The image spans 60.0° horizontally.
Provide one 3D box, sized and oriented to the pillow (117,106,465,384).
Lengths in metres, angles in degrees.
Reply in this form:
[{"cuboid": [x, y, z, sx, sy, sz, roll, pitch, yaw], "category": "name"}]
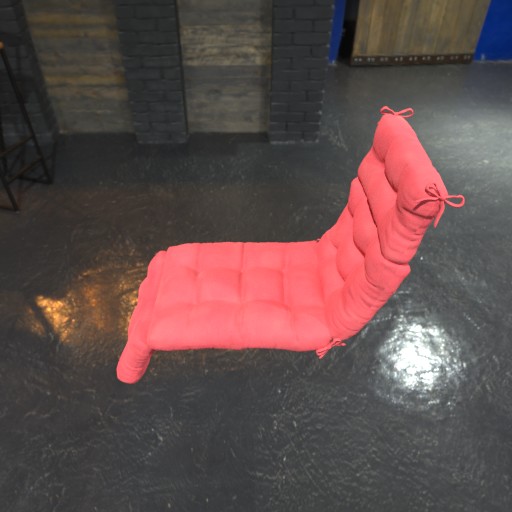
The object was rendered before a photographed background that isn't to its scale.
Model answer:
[{"cuboid": [0.000, 0.000, 1.516, 1.016, 0.863, 0.526, 0, 41, 0], "category": "pillow"}]
